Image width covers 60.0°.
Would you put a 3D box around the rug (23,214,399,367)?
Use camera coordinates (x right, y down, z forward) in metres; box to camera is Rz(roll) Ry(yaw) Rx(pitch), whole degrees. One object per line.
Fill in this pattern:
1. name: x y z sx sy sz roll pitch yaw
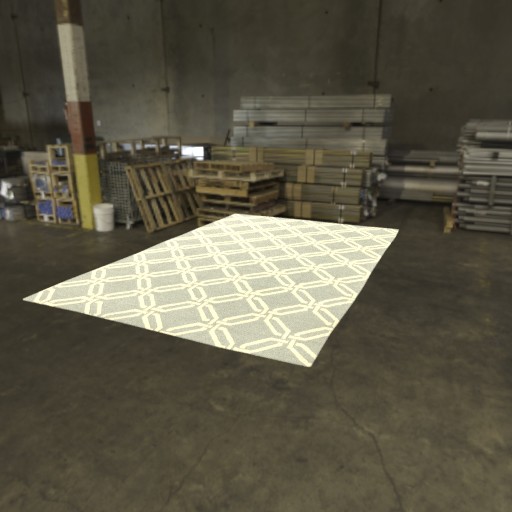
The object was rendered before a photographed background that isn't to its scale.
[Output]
1. rug: 0.000 0.000 2.199 1.148 0.010 1.754 8 19 24
